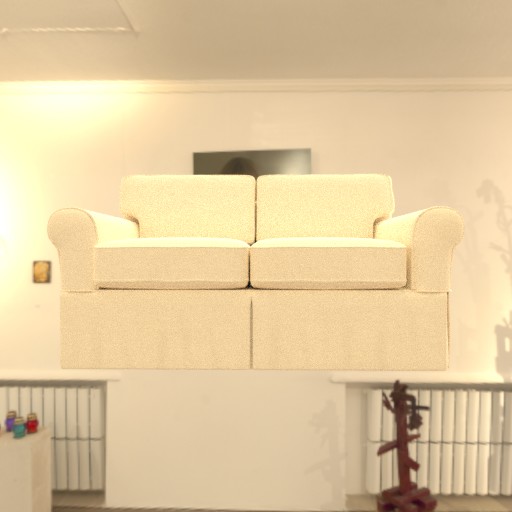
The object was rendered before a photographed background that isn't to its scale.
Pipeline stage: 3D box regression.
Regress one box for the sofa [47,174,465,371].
[{"bbox_3d":[0.000,0.000,2.277,1.727,0.940,0.991,0,0,1],"label":"sofa"}]
